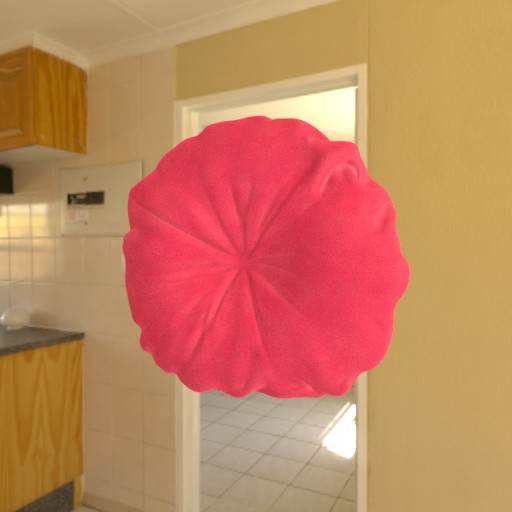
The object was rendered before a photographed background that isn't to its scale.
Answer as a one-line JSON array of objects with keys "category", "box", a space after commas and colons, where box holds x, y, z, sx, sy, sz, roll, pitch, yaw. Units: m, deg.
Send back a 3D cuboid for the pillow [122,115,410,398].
[{"category": "pillow", "box": [0.000, 0.000, 0.656, 0.428, 0.407, 0.148, 0, 1, 17]}]
